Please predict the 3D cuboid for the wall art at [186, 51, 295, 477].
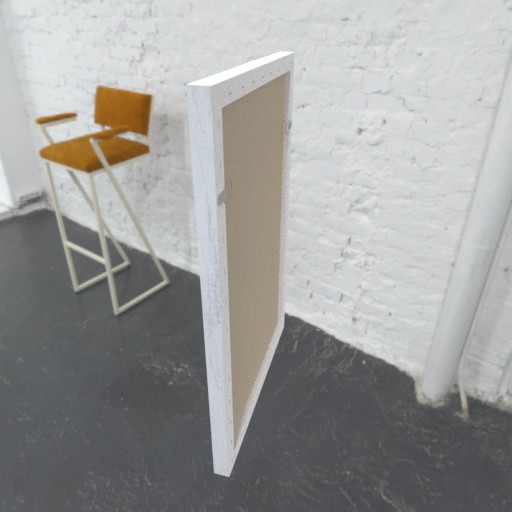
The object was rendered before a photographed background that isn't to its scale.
[{"bbox_3d":[0.000,0.000,1.143,0.043,0.914,0.624,8,30,14],"label":"wall art"}]
